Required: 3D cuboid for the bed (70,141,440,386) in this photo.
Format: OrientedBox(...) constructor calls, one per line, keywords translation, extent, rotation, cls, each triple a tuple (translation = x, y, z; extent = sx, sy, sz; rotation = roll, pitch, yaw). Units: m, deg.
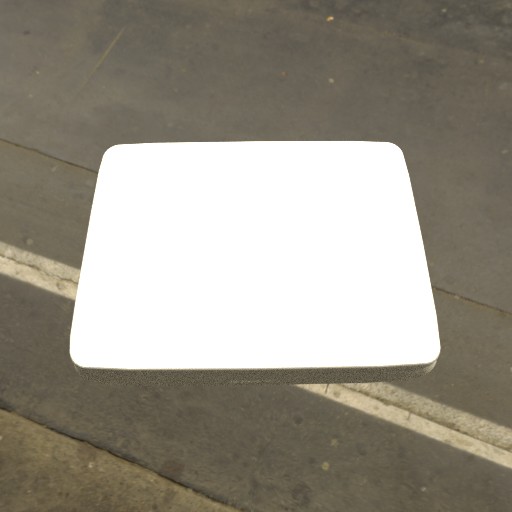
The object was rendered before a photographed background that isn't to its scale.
OrientedBox(translation=(0.000, 0.000, 2.735), extent=(2.036, 0.460, 1.520), rotation=(-1, 64, 0), cls="bed")
